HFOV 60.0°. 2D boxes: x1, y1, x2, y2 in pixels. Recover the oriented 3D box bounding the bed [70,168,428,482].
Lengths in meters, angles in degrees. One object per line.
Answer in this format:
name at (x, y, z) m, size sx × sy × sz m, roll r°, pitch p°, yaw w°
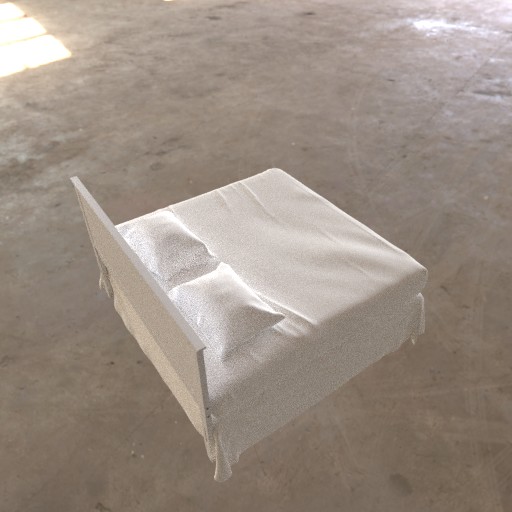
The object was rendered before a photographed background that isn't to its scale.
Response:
bed at (0.000, 0.000, 3.691) m, size 2.215 × 1.273 × 2.317 m, roll -25°, pitch 46°, yaw -26°
